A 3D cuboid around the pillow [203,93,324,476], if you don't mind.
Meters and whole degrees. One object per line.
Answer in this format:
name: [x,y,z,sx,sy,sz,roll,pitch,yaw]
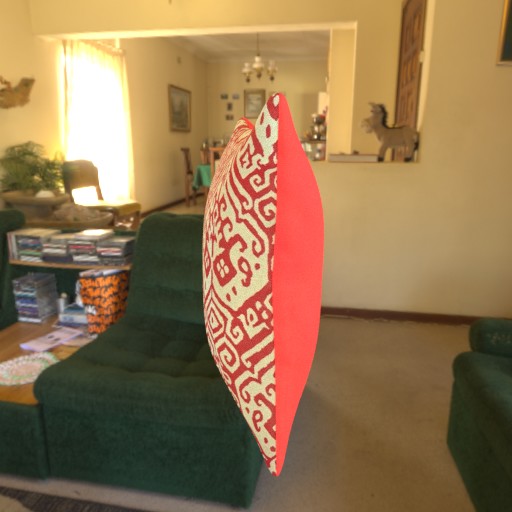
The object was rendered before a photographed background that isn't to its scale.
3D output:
pillow: [0.000,0.000,0.802,0.192,0.507,0.522,-2,15,-6]
